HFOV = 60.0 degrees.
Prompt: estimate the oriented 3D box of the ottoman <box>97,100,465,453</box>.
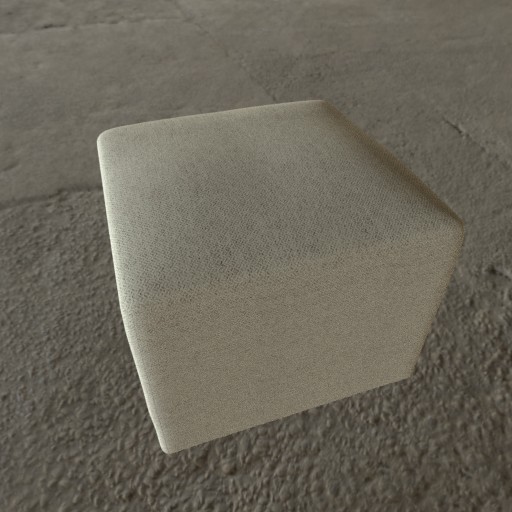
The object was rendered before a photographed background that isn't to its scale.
[{"bbox_3d":[0.000,0.000,0.896,0.521,0.453,0.512,-13,43,-14],"label":"ottoman"}]
